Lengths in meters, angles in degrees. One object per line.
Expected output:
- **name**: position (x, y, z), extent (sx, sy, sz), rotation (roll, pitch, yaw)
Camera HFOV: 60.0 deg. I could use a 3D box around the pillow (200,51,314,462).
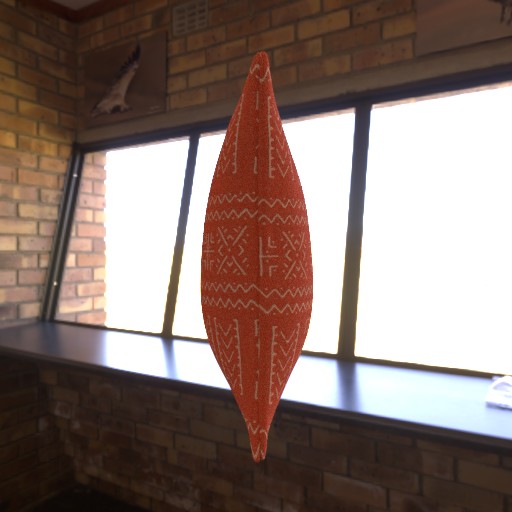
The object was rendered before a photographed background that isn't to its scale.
- **pillow**: position (0.000, 0.000, 0.675), extent (0.164, 0.429, 0.438), rotation (0, 0, -1)
